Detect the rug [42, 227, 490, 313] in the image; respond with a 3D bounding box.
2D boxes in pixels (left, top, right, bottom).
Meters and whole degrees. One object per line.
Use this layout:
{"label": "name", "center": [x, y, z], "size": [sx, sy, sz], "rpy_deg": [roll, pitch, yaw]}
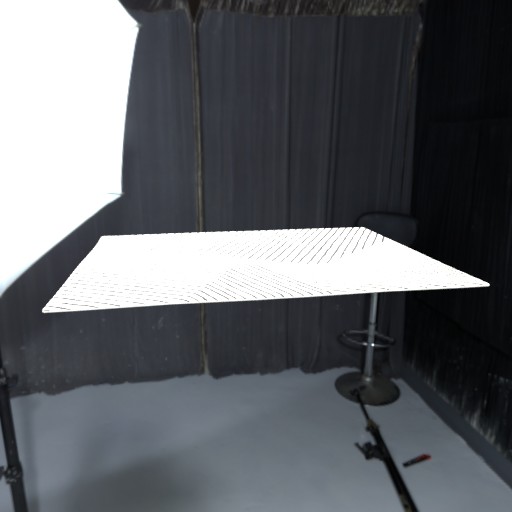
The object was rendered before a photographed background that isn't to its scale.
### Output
{"label": "rug", "center": [0.000, 0.000, 3.236], "size": [2.449, 0.028, 1.829], "rpy_deg": [-2, 14, -10]}
